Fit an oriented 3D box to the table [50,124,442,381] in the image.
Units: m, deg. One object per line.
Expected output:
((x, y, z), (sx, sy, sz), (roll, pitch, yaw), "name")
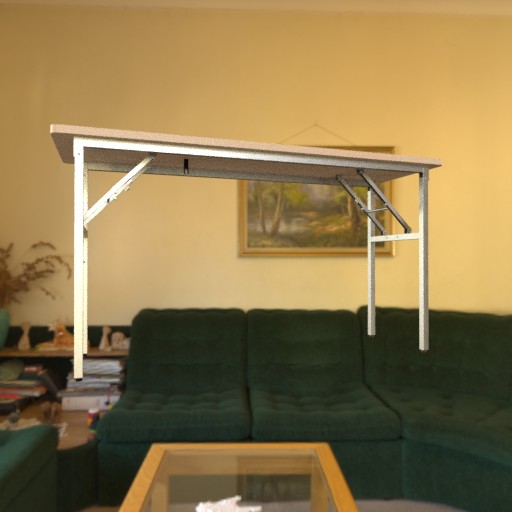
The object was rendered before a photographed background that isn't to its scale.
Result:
((0.000, 0.000, 1.695), (1.397, 0.750, 0.446), (0, 0, -19), "table")
